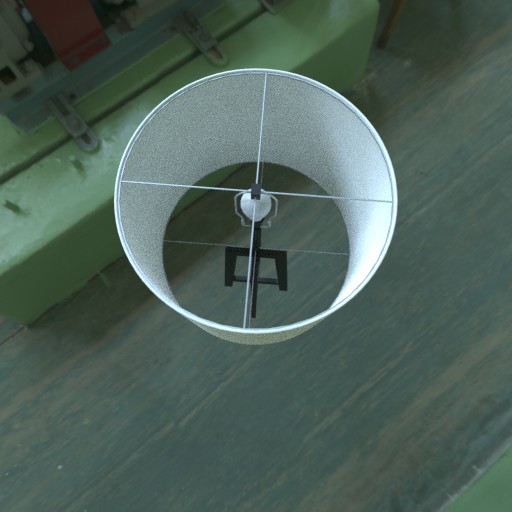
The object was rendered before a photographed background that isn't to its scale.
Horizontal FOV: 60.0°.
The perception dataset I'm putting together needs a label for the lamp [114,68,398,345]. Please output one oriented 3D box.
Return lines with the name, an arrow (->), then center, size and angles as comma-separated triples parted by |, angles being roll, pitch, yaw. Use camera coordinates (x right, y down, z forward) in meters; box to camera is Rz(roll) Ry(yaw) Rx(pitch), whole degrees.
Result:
lamp -> 0.000, 0.000, 0.636 | 0.257, 0.489, 0.257 | -39, 79, -9
